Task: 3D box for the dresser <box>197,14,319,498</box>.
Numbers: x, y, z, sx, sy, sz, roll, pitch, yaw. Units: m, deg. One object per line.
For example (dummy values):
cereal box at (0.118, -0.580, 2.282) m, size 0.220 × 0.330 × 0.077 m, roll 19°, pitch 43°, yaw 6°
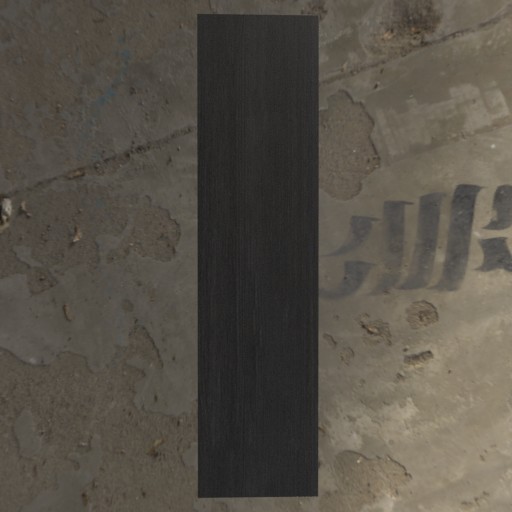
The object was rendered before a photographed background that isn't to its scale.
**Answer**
dresser at (0.000, 0.000, 1.857) m, size 0.400 × 0.795 × 1.590 m, roll 0°, pitch 91°, yaw -1°
